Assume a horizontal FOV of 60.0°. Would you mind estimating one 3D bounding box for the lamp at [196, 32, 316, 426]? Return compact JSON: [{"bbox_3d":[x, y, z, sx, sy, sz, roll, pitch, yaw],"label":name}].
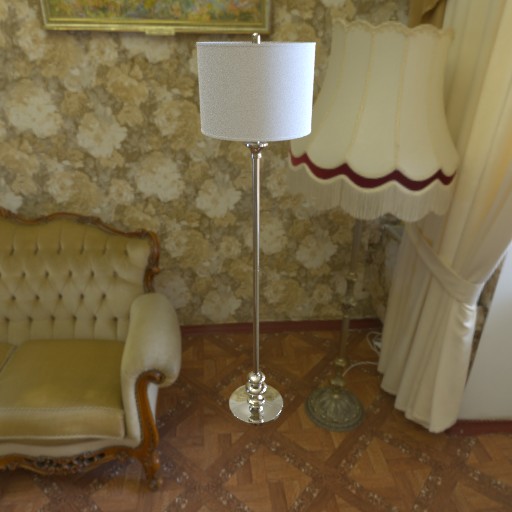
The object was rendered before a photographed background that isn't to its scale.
[{"bbox_3d":[0.000,0.000,1.652,0.356,1.487,0.356,19,32,33],"label":"lamp"}]
